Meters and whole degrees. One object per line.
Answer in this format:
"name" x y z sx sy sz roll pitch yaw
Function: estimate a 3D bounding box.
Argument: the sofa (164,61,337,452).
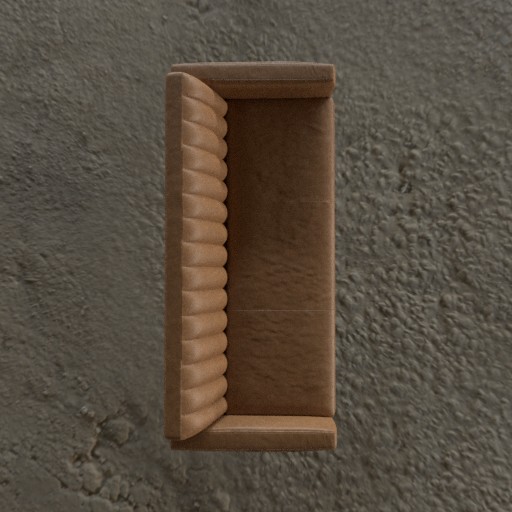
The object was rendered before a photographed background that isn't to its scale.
"sofa" 0.000 0.000 2.782 0.990 0.821 2.291 0 89 0
